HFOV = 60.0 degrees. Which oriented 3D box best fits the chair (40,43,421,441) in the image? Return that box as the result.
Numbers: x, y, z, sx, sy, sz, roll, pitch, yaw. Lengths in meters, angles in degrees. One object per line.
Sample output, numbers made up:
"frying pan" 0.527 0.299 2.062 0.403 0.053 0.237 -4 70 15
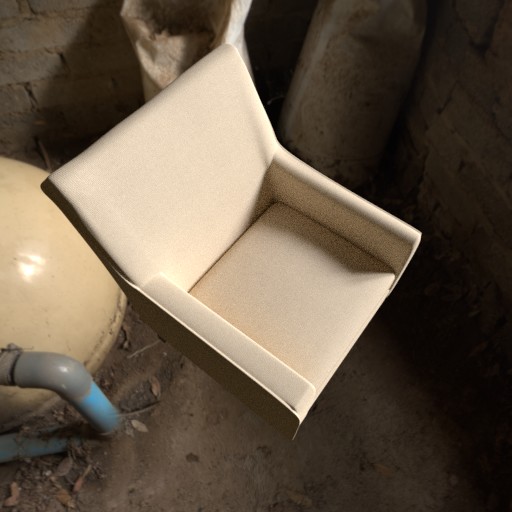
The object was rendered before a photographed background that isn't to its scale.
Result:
"chair" 0.000 0.000 1.575 0.899 0.919 0.780 34 65 18
